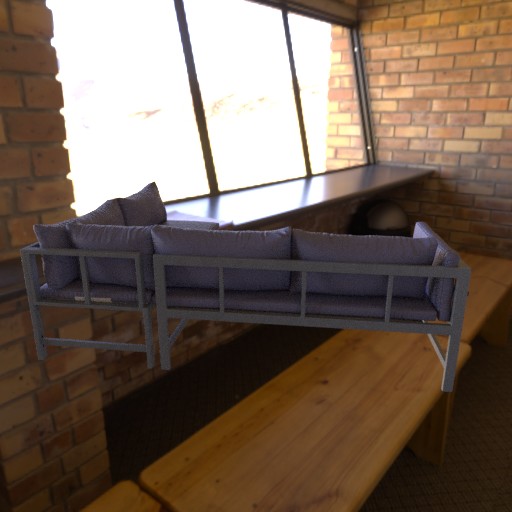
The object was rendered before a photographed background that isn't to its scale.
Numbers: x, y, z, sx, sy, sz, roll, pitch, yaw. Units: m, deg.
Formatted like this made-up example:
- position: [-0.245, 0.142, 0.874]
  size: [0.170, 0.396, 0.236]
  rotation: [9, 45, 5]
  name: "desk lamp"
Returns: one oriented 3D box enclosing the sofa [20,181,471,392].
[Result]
- position: [0.000, 0.000, 2.928]
  size: [2.149, 0.762, 1.658]
  rotation: [2, 18, 7]
  name: "sofa"
